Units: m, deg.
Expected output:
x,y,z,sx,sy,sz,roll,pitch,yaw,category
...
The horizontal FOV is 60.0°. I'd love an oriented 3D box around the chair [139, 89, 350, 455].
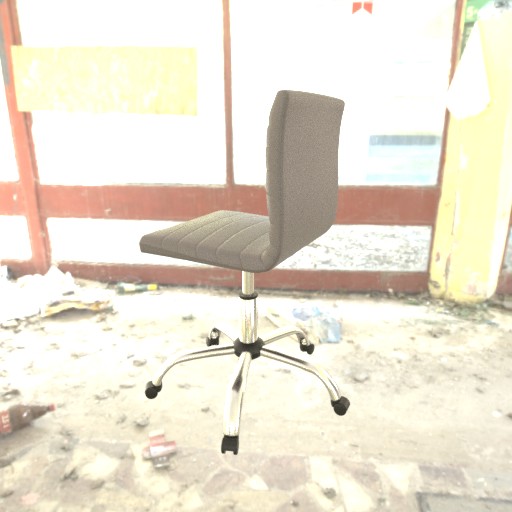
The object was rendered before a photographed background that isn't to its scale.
x,y,z,sx,sy,sz,roll,pitch,yaw,category
0.000,0.000,1.143,0.530,0.780,0.556,8,18,25,chair
